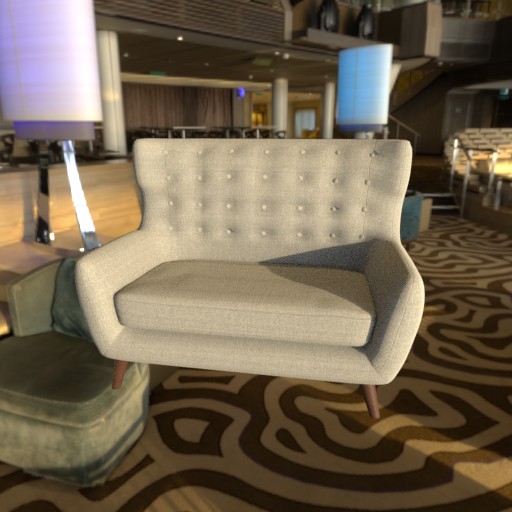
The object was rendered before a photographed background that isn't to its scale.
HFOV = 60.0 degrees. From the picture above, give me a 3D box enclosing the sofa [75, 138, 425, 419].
[{"bbox_3d":[0.000,0.000,2.035,1.386,1.028,0.884,3,16,10],"label":"sofa"}]
